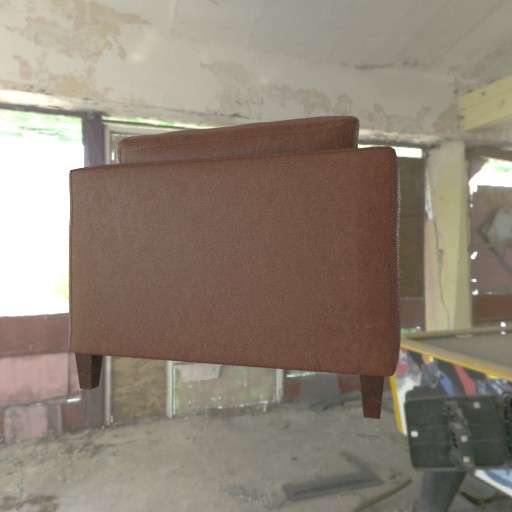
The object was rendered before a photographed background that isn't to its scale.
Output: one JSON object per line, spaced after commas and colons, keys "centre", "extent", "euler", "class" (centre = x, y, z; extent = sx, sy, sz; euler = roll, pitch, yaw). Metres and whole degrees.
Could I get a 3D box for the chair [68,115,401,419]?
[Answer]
{"centre": [0.000, 0.000, 1.807], "extent": [1.107, 0.917, 0.959], "euler": [0, 0, 17], "class": "chair"}
